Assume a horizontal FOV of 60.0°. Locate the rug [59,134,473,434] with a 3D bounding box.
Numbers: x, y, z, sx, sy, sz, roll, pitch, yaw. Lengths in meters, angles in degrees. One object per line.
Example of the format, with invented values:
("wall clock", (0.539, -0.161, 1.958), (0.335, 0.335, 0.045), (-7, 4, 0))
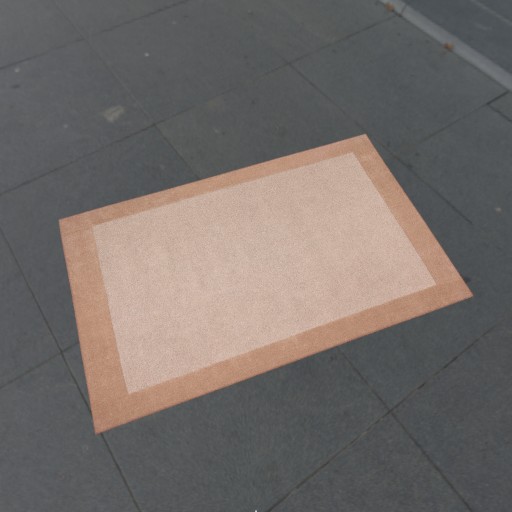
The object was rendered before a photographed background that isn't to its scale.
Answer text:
("rug", (0.000, 0.000, 3.007), (2.438, 0.014, 1.524), (-18, 62, -10))
